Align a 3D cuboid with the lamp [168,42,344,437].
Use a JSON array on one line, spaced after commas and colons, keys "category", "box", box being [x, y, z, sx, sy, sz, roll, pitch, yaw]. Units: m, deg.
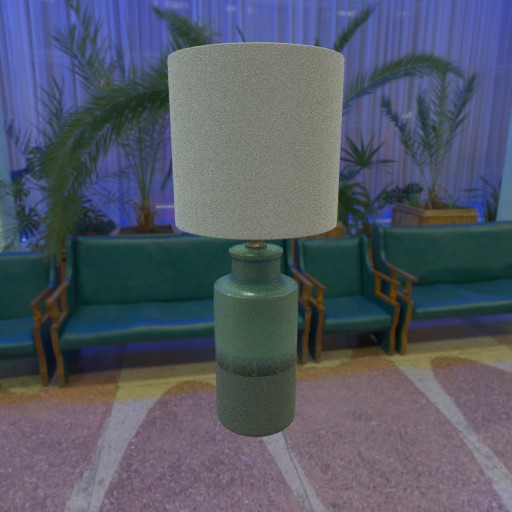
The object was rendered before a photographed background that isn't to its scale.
[{"category": "lamp", "box": [0.000, 0.000, 0.603, 0.212, 0.493, 0.212, -2, 15, -9]}]
